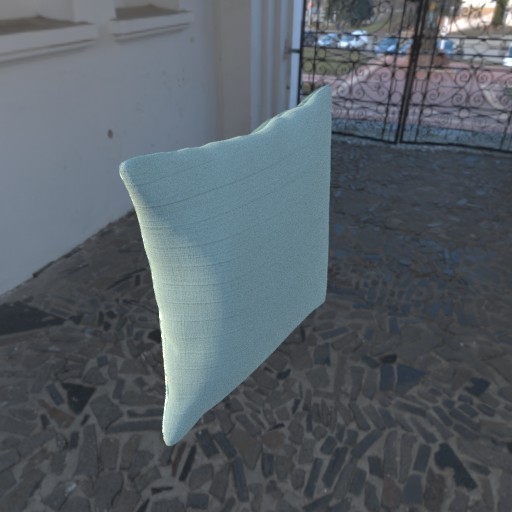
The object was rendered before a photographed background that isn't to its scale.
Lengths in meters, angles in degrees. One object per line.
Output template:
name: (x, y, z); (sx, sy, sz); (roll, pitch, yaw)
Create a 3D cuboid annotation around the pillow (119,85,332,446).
pillow: (0.000, 0.000, 0.729); (0.175, 0.464, 0.470); (21, 37, 30)
